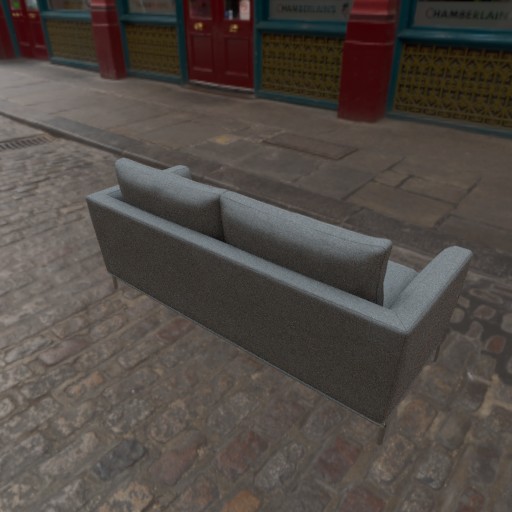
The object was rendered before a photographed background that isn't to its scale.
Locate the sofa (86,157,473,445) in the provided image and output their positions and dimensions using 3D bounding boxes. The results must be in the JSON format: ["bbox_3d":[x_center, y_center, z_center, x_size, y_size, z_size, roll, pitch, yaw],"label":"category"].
[{"bbox_3d":[0.000,0.000,2.711,2.212,1.002,0.869,22,36,33],"label":"sofa"}]
